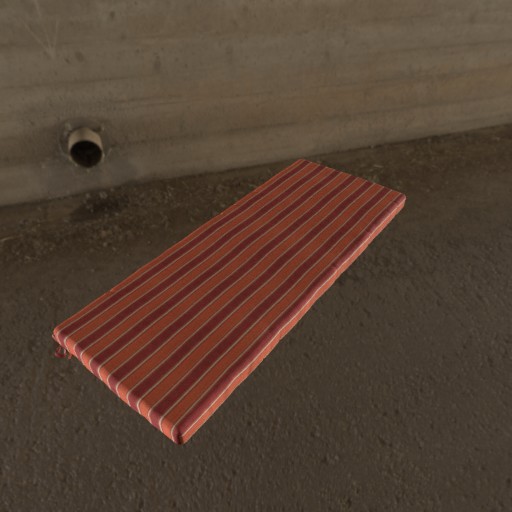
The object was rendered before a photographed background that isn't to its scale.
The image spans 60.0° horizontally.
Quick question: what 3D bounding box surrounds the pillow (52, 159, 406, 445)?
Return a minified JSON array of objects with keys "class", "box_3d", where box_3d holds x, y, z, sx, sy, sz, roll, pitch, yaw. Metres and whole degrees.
[{"class":"pillow","box_3d":[0.000,0.000,1.374,0.492,0.081,1.187,27,47,28]}]
